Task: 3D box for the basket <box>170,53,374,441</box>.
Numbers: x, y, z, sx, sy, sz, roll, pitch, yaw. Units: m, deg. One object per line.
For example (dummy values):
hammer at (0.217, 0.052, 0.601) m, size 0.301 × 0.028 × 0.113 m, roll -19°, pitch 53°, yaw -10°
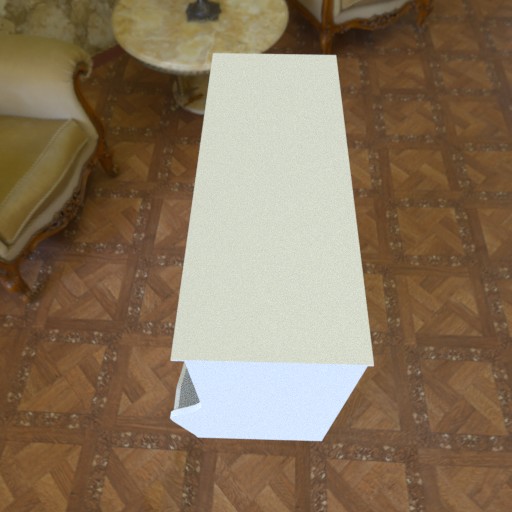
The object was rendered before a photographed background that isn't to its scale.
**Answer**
basket at (0.000, 0.000, 1.146) m, size 0.376 × 0.625 × 0.792 m, roll 1°, pitch 57°, yaw 1°
